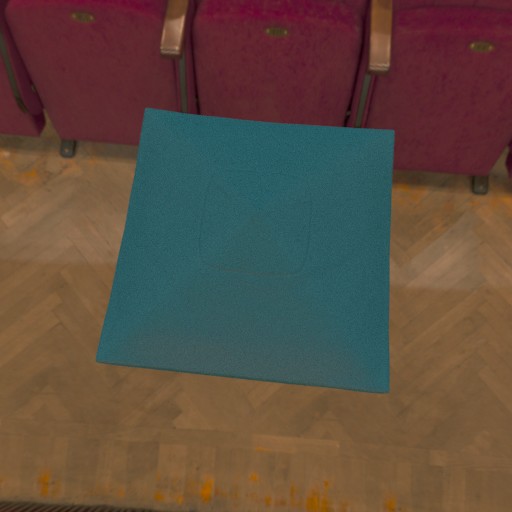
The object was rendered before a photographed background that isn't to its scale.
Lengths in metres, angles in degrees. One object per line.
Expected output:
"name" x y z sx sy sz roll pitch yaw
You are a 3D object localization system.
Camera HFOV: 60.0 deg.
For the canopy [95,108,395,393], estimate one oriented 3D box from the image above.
"canopy" 0.000 0.000 5.560 2.998 2.997 2.996 6 74 2
